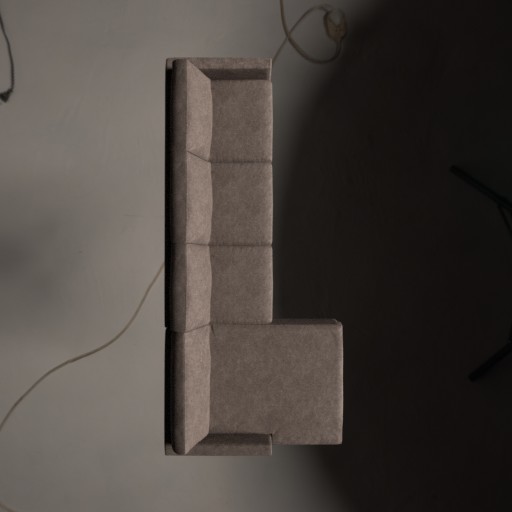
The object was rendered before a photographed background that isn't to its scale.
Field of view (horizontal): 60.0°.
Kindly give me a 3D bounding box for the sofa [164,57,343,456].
[{"bbox_3d":[0.000,0.000,4.097,1.606,0.954,3.471,0,89,0],"label":"sofa"}]
